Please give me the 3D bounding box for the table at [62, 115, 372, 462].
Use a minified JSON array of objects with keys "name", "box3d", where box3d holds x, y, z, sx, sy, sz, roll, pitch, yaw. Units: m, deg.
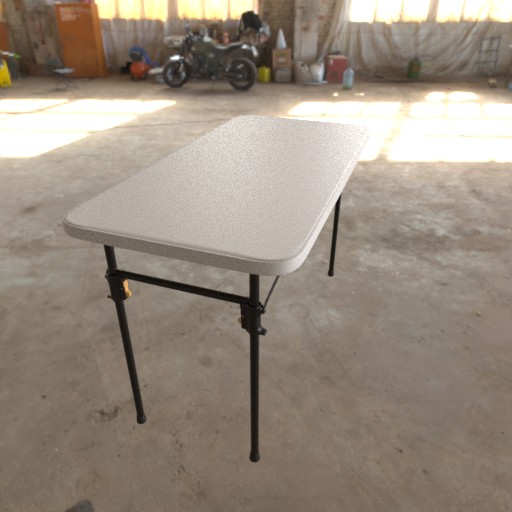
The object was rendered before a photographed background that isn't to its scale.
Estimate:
[{"name":"table","box3d":[0.000,0.000,1.639,0.610,0.729,1.219,11,32,17]}]
